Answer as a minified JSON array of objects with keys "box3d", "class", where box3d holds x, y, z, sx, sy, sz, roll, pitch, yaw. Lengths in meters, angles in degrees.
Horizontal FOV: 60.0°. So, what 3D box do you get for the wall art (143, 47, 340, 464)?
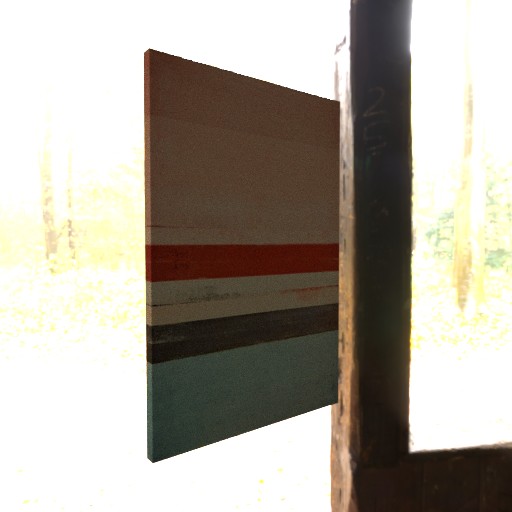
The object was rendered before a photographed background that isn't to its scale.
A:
[{"box3d":[0.000,0.000,1.173,0.610,0.914,0.038,-2,2,-38],"class":"wall art"}]
